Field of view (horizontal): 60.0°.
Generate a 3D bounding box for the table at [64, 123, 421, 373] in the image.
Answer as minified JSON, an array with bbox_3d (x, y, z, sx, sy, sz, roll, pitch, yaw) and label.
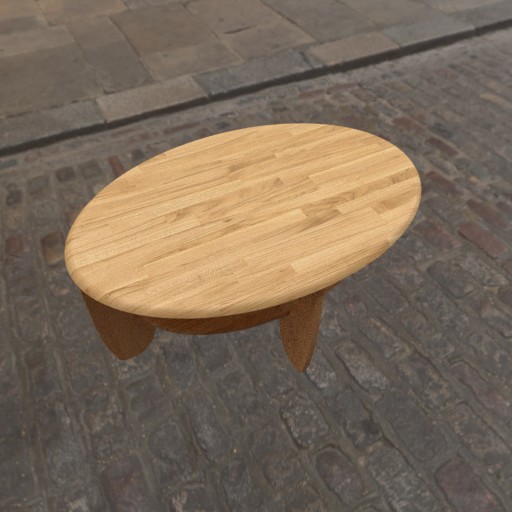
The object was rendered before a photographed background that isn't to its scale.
[{"bbox_3d":[0.000,0.000,1.406,1.040,0.490,0.690,-21,51,-18],"label":"table"}]
